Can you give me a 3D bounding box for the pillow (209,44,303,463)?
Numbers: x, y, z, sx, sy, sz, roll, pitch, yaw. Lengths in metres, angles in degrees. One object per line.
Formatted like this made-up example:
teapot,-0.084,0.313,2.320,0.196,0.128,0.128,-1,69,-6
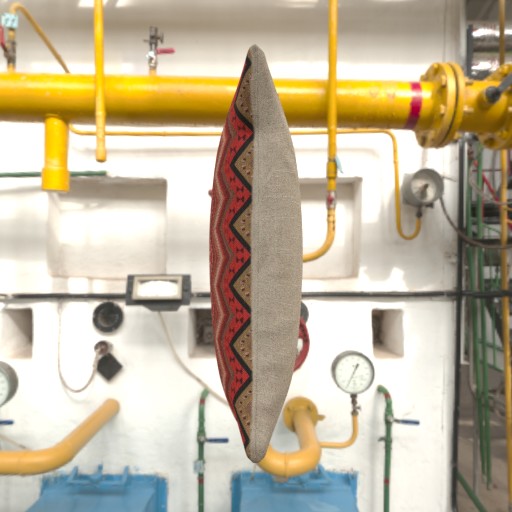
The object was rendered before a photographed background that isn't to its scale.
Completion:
pillow,0.000,0.000,0.791,0.158,0.511,0.513,0,0,0
